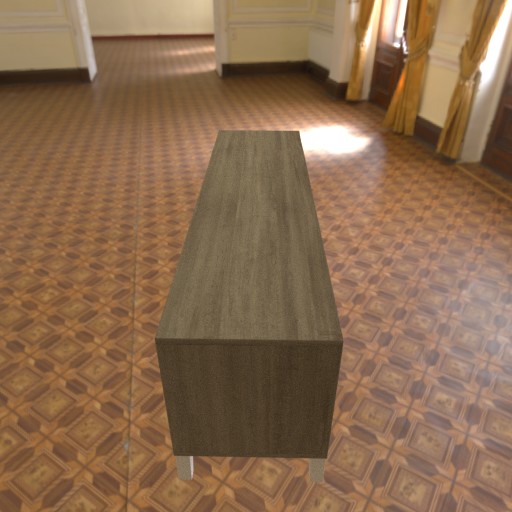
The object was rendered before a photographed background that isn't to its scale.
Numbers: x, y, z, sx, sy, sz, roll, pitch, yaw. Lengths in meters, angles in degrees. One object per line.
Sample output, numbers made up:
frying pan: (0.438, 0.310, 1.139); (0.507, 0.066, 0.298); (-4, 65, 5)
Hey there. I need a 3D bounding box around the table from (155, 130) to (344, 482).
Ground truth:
table: (0.000, 0.000, 1.710); (0.400, 0.530, 1.500); (1, 32, 1)
